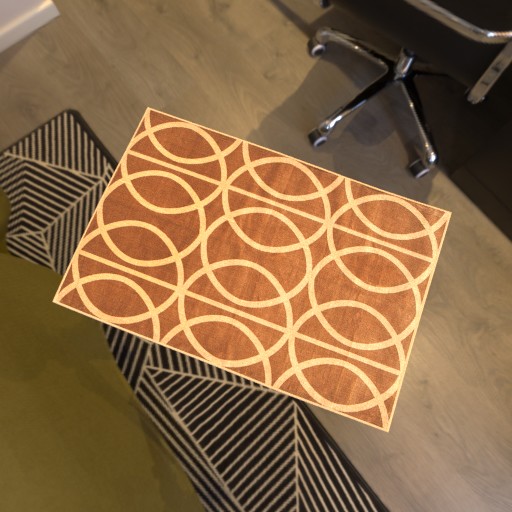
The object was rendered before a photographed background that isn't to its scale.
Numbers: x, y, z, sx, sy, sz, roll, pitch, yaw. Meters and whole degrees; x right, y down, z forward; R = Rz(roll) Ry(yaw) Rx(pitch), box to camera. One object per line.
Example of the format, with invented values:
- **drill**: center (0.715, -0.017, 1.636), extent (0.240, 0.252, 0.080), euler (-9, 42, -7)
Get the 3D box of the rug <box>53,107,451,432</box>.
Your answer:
- **rug**: center (0.000, 0.000, 2.964), extent (2.290, 0.014, 1.526), euler (20, 77, 5)
